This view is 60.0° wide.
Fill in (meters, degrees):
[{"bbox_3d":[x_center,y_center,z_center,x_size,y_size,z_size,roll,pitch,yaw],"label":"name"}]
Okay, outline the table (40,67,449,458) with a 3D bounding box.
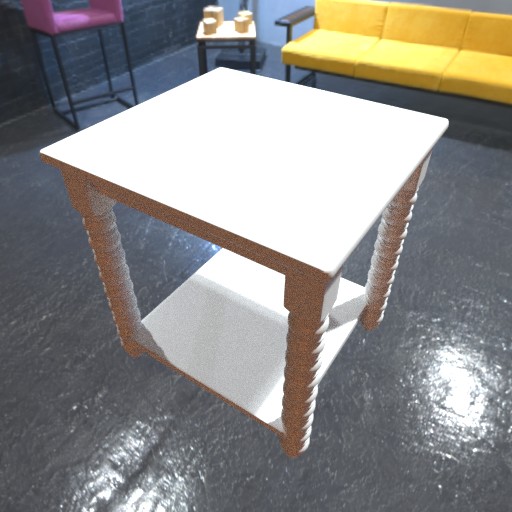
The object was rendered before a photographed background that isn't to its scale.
[{"bbox_3d":[0.000,0.000,0.956,0.533,0.563,0.500,23,46,25],"label":"table"}]
